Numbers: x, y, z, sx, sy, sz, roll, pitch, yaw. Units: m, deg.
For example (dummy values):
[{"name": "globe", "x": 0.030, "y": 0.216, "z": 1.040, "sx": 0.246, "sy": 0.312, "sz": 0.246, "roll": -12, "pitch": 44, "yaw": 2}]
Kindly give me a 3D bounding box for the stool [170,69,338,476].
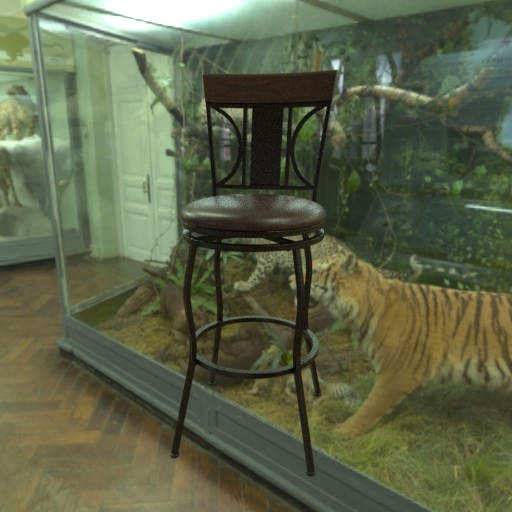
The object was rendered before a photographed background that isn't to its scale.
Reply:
[{"name": "stool", "x": 0.000, "y": 0.000, "z": 1.379, "sx": 0.448, "sy": 1.130, "sz": 0.513, "roll": 3, "pitch": 15, "yaw": 10}]
